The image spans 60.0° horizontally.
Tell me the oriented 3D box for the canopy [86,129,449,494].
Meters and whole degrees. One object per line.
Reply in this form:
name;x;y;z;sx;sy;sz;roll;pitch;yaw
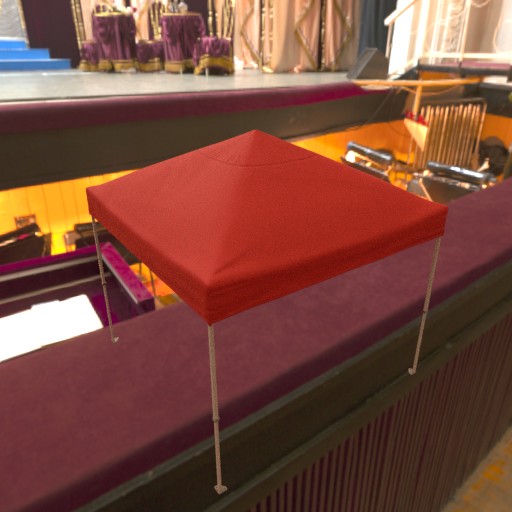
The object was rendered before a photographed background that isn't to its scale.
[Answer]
canopy;0.000;0.000;5.385;2.998;2.997;2.996;-17;31;-32
